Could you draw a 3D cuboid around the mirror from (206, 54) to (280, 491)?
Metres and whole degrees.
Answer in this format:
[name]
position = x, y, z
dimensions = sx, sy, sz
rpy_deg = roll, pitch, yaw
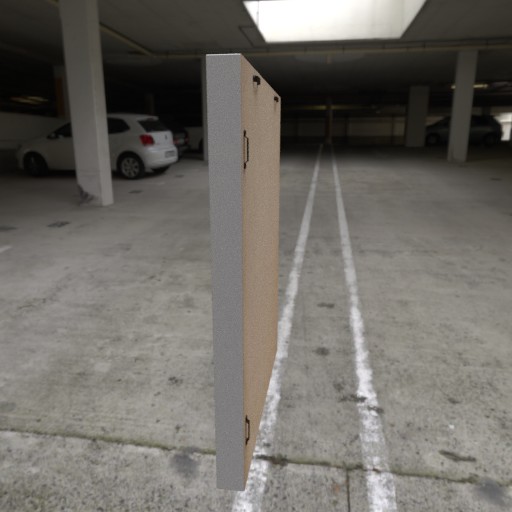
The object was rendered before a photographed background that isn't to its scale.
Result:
[mirror]
position = 0.000, 0.000, 0.691
dimensions = 0.041, 0.508, 0.405
rpy_deg = 2, 14, 8
